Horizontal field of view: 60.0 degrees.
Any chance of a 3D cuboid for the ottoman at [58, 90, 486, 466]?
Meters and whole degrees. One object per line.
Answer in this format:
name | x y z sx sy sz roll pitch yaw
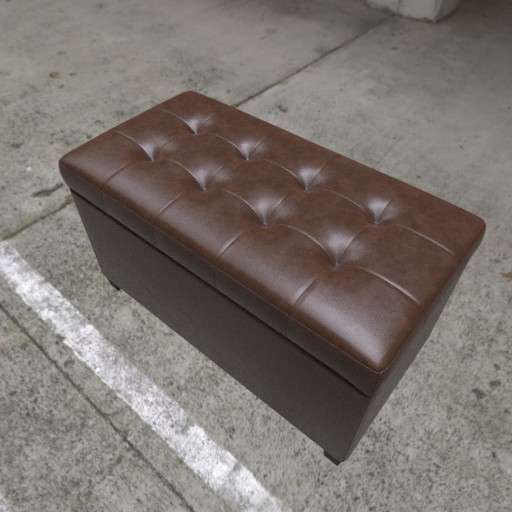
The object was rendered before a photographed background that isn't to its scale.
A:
ottoman | 0.000 0.000 1.083 0.838 0.470 0.432 32 55 26
